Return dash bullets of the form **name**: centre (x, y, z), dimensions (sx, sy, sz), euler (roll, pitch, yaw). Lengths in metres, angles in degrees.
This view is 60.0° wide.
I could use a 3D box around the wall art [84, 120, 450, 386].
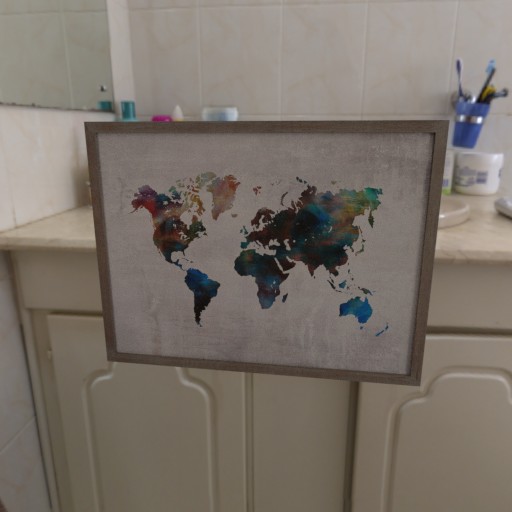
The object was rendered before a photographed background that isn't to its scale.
- **wall art**: centre (0.000, 0.000, 1.328), dimensions (1.012, 0.774, 0.019), euler (2, 16, 9)
